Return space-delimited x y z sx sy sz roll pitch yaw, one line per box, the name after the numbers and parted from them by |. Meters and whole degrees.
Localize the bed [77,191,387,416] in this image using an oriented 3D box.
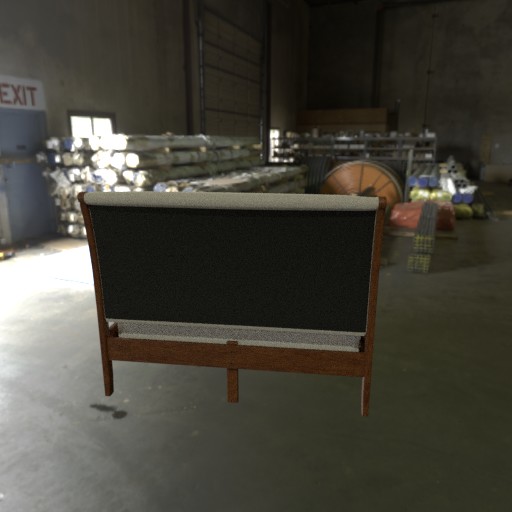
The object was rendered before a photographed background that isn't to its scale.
0.000 0.000 3.456 1.612 1.250 2.380 2 15 7 | bed
